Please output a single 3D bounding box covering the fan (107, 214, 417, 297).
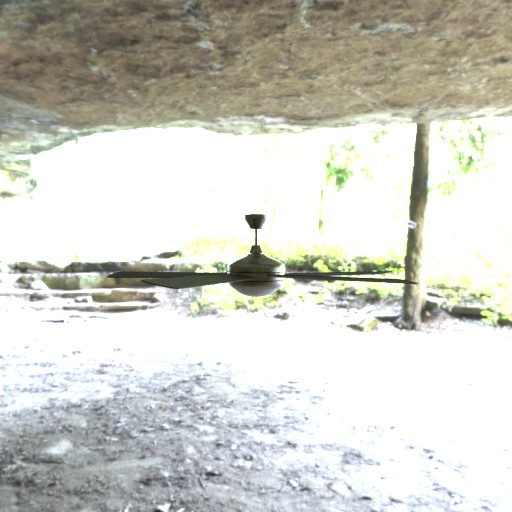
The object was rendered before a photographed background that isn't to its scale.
[{"bbox_3d":[0.000,0.000,1.918,1.321,0.356,1.321,0,0,-1],"label":"fan"}]
